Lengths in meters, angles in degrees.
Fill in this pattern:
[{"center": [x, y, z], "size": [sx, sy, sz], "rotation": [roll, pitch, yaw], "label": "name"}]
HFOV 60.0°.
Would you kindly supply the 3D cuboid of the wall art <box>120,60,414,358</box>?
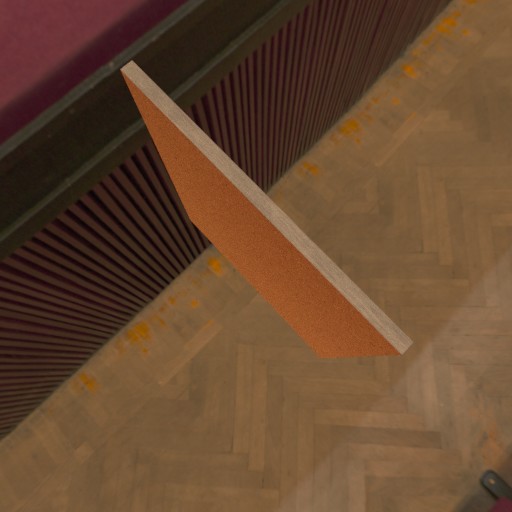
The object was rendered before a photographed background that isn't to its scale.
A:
[{"center": [0.000, 0.000, 0.818], "size": [0.020, 0.613, 0.481], "rotation": [-42, 80, -9], "label": "wall art"}]
